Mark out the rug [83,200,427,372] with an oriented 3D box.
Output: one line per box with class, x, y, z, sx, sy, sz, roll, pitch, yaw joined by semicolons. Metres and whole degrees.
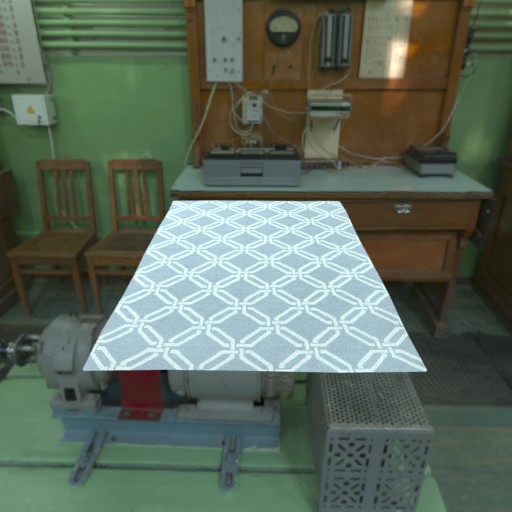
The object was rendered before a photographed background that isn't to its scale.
rug;0.000;0.000;2.245;1.148;0.010;1.754;0;26;0
